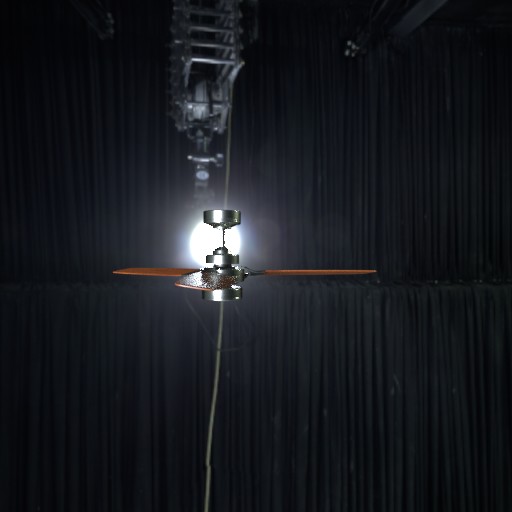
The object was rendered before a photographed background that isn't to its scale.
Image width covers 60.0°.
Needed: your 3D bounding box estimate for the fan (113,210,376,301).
[{"bbox_3d":[0.000,0.000,2.057,1.271,0.410,1.416,0,0,-18],"label":"fan"}]
